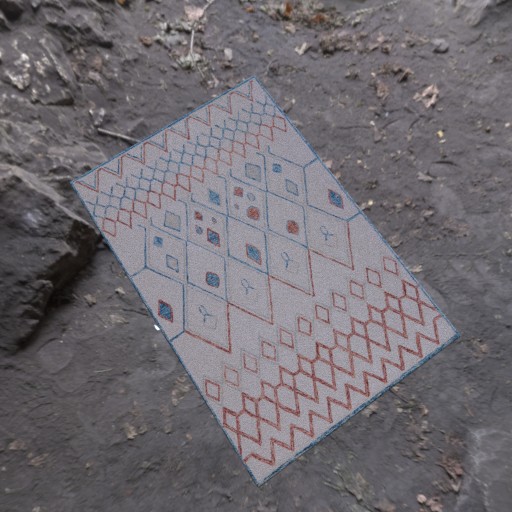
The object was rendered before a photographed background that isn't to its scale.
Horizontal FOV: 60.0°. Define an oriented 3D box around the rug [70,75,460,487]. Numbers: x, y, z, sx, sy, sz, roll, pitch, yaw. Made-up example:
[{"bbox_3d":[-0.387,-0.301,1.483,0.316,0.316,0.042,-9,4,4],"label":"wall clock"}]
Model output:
[{"bbox_3d":[0.000,0.000,2.312,1.219,0.016,1.829,-33,77,-9],"label":"rug"}]
